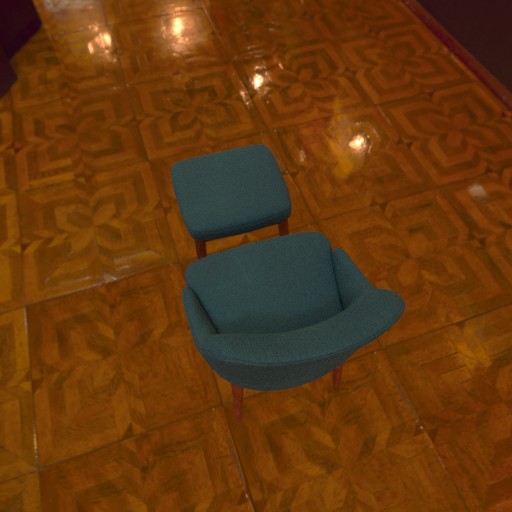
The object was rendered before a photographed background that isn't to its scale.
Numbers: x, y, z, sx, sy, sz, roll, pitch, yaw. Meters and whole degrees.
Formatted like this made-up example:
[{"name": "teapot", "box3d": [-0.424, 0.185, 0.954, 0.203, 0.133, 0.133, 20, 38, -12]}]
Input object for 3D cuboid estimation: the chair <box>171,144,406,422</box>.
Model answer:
[{"name": "chair", "box3d": [0.000, 0.000, 1.610, 0.584, 0.866, 1.114, -15, 59, -9]}]
